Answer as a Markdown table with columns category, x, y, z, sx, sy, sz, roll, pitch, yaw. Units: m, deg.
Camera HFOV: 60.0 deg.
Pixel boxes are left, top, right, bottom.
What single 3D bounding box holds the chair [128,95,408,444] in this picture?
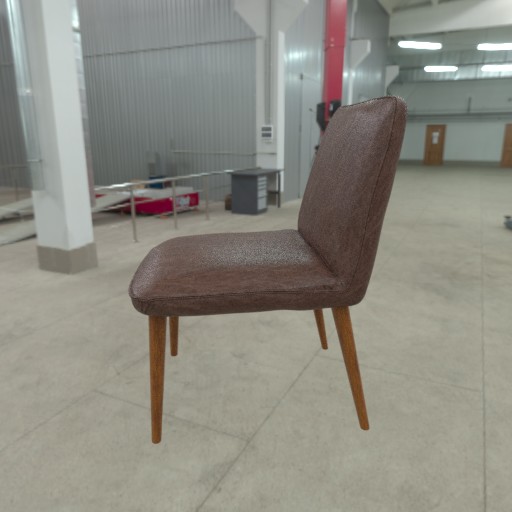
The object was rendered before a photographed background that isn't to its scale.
| category | x | y | z | sx | sy | sz | roll | pitch | yaw |
| --- | --- | --- | --- | --- | --- | --- | --- | --- | --- |
| chair | 0.000 | 0.000 | 1.214 | 0.645 | 0.803 | 0.543 | -2 | 15 | -9 |
